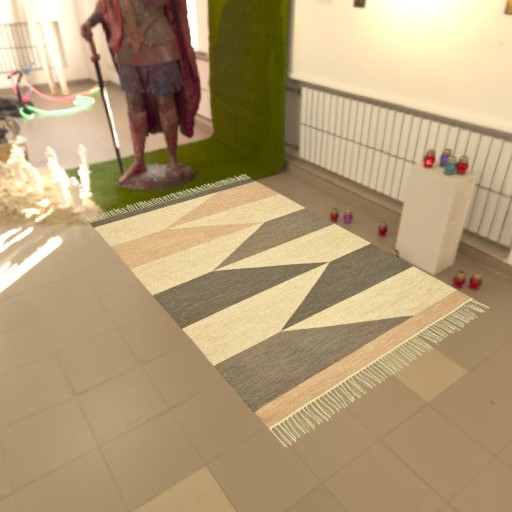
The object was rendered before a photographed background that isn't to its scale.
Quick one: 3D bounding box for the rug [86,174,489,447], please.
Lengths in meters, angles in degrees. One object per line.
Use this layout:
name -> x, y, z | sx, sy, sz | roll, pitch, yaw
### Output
rug -> 0.000, 0.000, 2.428 | 1.224, 0.027, 2.021 | -21, 38, -30
